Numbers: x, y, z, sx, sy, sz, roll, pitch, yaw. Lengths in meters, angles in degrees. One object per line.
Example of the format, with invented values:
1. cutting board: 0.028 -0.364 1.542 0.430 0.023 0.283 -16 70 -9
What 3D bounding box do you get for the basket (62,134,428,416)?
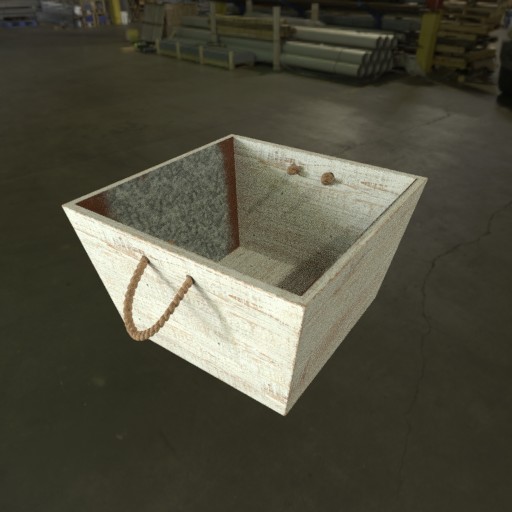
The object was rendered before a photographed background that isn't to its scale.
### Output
1. basket: 0.000 0.000 0.764 0.413 0.247 0.545 21 38 29
